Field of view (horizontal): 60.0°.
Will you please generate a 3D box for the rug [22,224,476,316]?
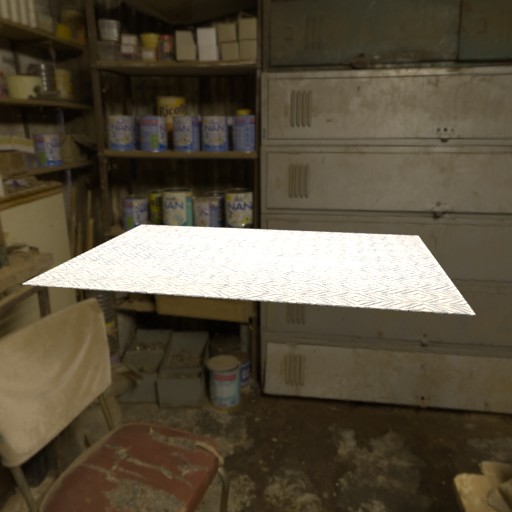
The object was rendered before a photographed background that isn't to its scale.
[{"bbox_3d":[0.000,0.000,2.325,1.824,0.008,1.220,3,17,10],"label":"rug"}]
